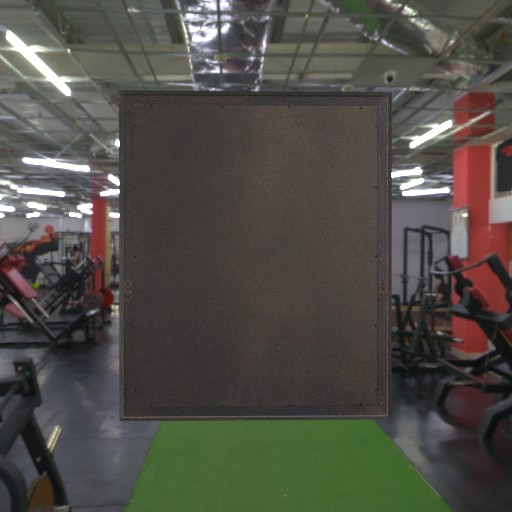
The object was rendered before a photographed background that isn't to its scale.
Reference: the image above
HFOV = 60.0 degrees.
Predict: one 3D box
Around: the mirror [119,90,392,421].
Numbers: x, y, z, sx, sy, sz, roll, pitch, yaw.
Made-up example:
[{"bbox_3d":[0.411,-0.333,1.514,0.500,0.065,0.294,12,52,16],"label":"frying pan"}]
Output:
[{"bbox_3d":[0.000,0.000,1.203,0.730,0.882,0.032,0,0,-1],"label":"mirror"}]
